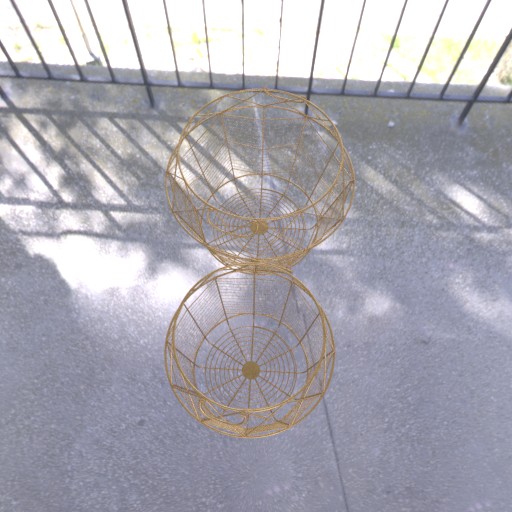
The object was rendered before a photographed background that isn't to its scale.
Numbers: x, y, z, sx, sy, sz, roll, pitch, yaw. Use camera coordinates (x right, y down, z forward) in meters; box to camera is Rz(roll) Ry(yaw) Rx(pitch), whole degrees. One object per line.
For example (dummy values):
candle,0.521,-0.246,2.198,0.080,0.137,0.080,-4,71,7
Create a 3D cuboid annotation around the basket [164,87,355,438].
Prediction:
basket,0.000,0.000,1.044,0.451,0.343,0.805,3,64,1
